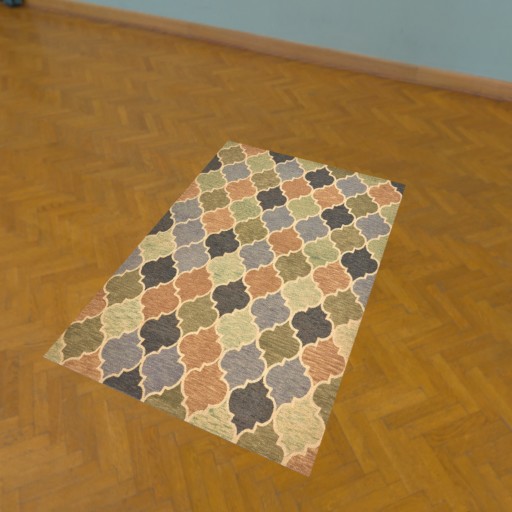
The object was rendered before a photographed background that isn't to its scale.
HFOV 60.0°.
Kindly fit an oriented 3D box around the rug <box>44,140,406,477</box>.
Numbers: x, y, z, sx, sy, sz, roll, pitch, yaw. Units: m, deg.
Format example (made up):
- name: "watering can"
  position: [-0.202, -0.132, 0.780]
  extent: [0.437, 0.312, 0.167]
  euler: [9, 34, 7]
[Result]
- name: "rug"
  position: [0.000, 0.000, 2.328]
  extent: [1.216, 0.006, 1.828]
  euler: [18, 50, 16]
